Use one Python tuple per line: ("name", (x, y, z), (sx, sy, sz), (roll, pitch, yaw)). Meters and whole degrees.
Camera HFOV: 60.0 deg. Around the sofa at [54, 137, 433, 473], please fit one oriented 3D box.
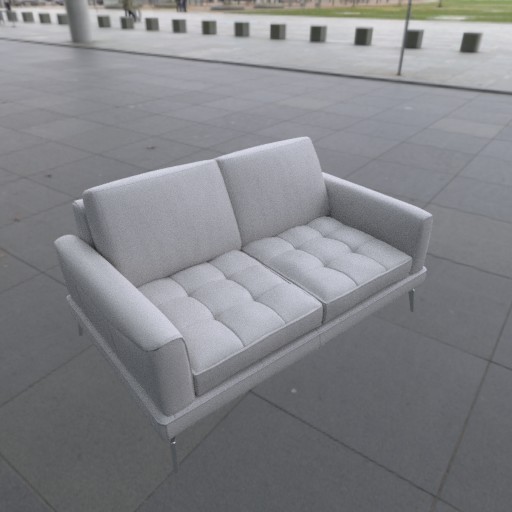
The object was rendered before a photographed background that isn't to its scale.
("sofa", (0.000, 0.000, 2.437), (1.819, 0.930, 1.121), (-22, 37, -33))
